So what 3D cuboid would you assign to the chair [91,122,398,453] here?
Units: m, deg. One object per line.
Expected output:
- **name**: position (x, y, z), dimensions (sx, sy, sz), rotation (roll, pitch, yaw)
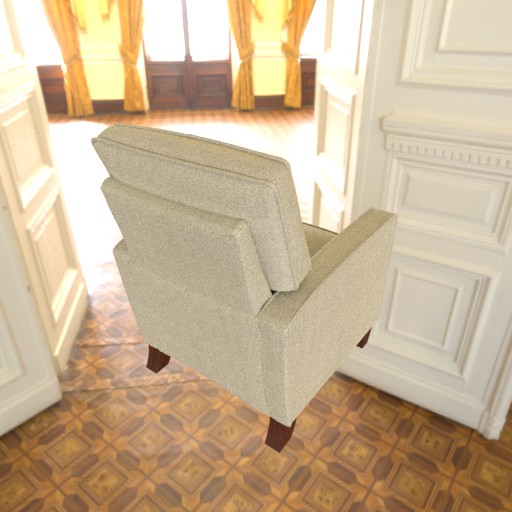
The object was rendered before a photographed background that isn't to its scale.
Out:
- **chair**: position (0.000, 0.000, 1.437), dimensions (0.648, 0.888, 0.754), rotation (20, 35, 32)
